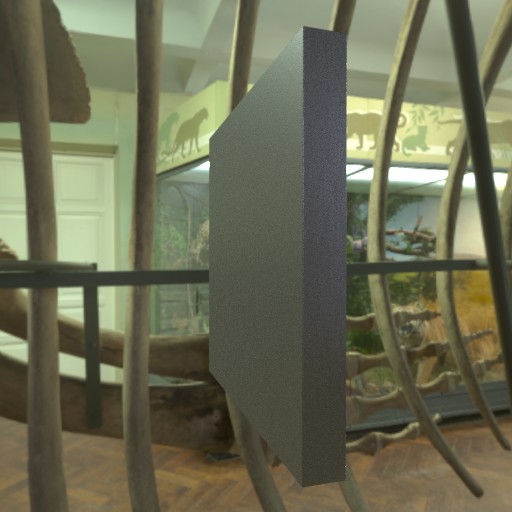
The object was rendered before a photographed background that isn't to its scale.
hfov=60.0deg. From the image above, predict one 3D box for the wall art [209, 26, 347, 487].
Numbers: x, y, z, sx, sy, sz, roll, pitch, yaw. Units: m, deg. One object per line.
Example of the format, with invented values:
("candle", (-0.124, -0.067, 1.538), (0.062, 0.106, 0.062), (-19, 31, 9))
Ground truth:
("wall art", (0.000, 0.000, 0.508), (0.038, 0.350, 0.350), (0, 0, -18))
